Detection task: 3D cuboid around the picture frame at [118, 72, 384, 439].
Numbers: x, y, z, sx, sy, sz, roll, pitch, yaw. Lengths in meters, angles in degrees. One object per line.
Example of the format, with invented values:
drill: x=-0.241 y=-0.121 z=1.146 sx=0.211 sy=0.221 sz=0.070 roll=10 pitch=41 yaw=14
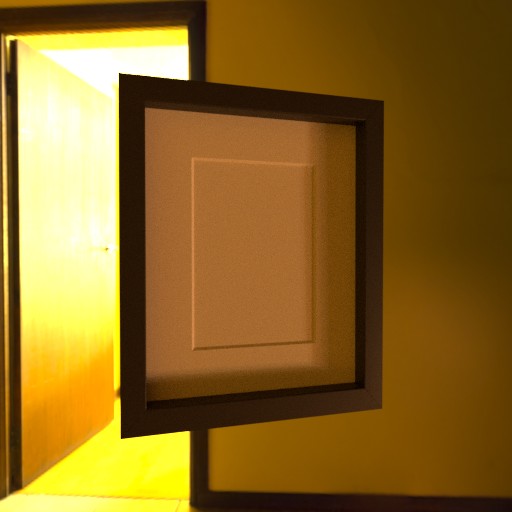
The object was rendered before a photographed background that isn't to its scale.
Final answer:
picture frame: x=0.000 y=0.000 z=0.395 sx=0.232 sy=0.284 sz=0.042 roll=0 pitch=1 yaw=-16
